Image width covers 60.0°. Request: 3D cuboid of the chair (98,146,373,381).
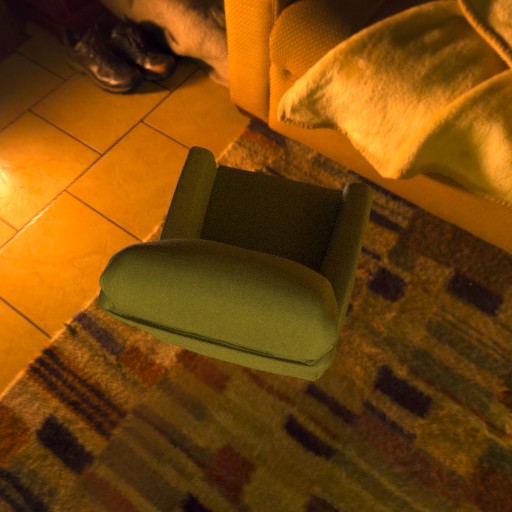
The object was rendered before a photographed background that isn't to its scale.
[{"bbox_3d":[0.000,0.000,1.663,0.794,1.016,0.940,13,63,7],"label":"chair"}]
